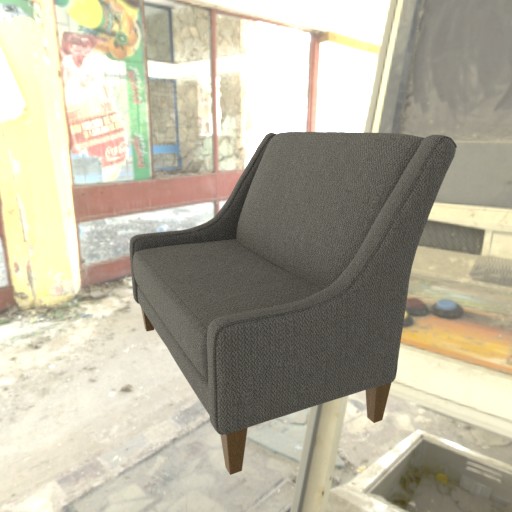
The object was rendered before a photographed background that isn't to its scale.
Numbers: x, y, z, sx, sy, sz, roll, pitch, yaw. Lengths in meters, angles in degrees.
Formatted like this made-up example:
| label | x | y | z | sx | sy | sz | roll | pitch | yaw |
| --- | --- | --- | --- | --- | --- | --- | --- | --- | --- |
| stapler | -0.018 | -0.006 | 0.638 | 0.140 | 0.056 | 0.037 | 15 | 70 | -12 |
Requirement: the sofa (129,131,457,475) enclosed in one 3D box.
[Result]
| label | x | y | z | sx | sy | sz | roll | pitch | yaw |
| --- | --- | --- | --- | --- | --- | --- | --- | --- | --- |
| sofa | 0.000 | 0.000 | 1.901 | 0.873 | 1.022 | 1.242 | -8 | 18 | -25 |
